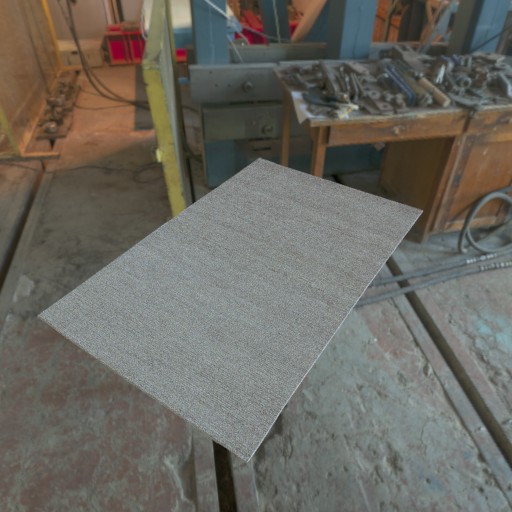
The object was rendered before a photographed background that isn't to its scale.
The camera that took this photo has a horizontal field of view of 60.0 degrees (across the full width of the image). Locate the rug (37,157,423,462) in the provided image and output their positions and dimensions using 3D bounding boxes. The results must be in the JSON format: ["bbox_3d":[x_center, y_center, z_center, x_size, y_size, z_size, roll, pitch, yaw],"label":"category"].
[{"bbox_3d":[0.000,0.000,2.288,1.154,0.021,1.792,24,46,25],"label":"rug"}]
